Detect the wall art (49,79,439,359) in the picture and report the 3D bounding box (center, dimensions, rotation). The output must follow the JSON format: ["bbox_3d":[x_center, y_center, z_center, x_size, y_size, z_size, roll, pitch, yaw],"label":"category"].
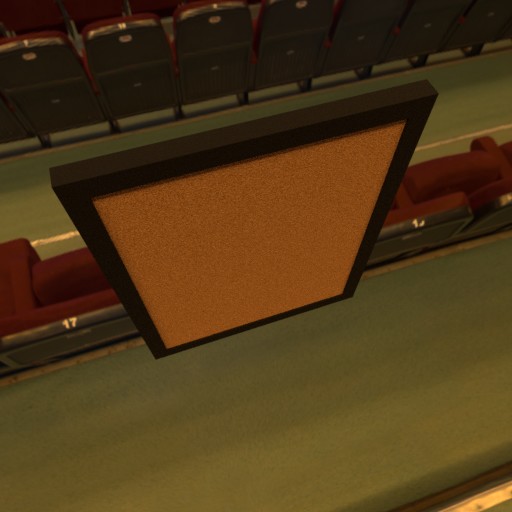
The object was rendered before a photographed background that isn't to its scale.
[{"bbox_3d":[0.000,0.000,0.743,0.457,0.559,0.029,-16,60,-10],"label":"wall art"}]
